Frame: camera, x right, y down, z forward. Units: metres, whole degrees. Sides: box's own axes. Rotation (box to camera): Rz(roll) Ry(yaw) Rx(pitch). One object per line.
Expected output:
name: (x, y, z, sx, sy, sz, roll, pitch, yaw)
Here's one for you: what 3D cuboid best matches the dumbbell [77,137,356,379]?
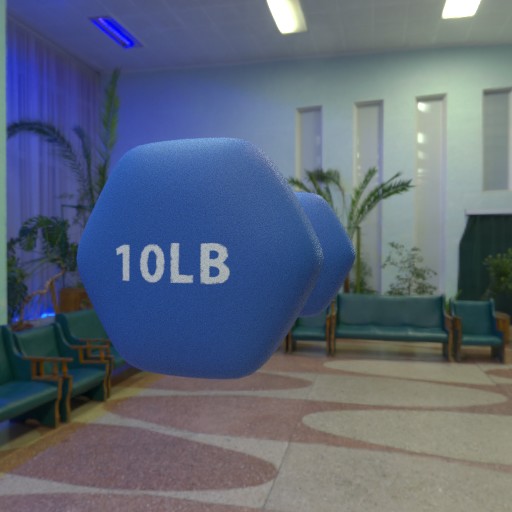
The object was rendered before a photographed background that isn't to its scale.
dumbbell: (0.000, 0.000, 0.259, 0.103, 0.093, 0.212, 0, 1, 18)
